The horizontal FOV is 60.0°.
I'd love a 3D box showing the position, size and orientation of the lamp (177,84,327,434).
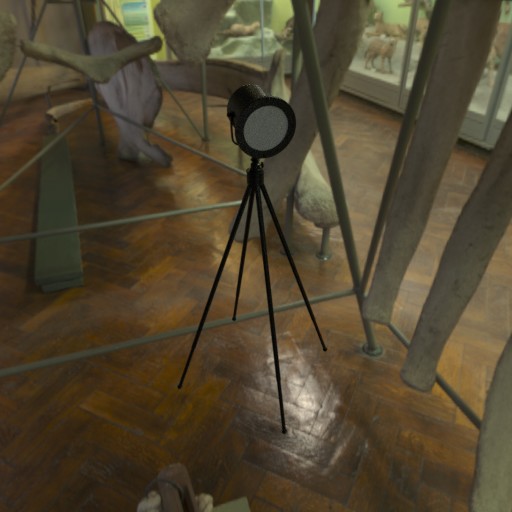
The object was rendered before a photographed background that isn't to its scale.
[{"bbox_3d":[0.000,0.000,2.068,0.879,1.504,0.884,-10,34,-16],"label":"lamp"}]
